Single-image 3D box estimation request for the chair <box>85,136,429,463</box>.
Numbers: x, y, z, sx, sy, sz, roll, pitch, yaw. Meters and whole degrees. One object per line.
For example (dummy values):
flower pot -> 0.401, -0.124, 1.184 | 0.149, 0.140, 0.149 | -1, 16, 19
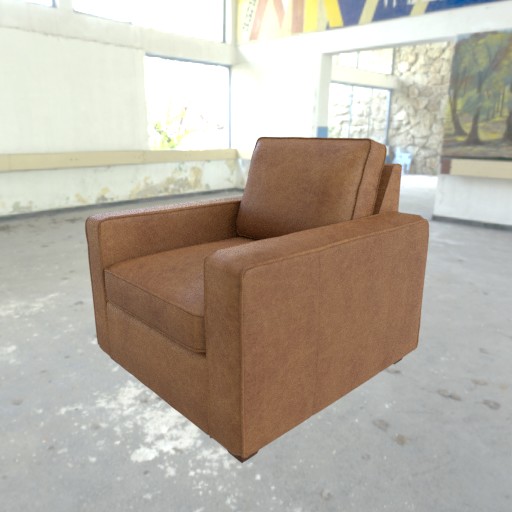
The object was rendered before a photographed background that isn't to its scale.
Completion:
chair -> 0.000, 0.000, 1.745 | 0.987, 0.901, 1.027 | 15, 21, 42
